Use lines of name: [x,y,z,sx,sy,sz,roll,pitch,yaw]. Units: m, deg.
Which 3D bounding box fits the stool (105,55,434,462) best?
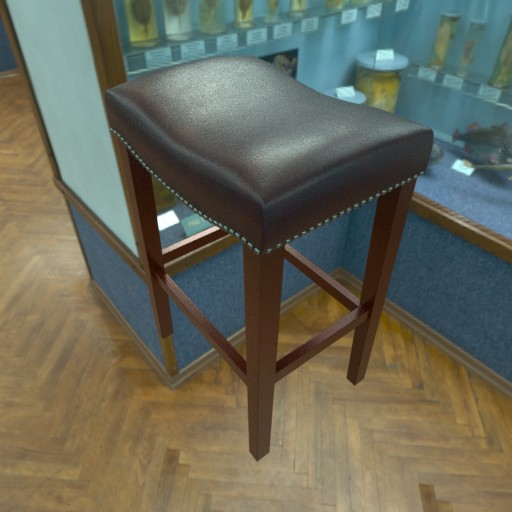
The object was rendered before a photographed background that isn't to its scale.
stool: [0.000,0.000,1.007,0.372,0.742,0.504,-27,48,-28]
